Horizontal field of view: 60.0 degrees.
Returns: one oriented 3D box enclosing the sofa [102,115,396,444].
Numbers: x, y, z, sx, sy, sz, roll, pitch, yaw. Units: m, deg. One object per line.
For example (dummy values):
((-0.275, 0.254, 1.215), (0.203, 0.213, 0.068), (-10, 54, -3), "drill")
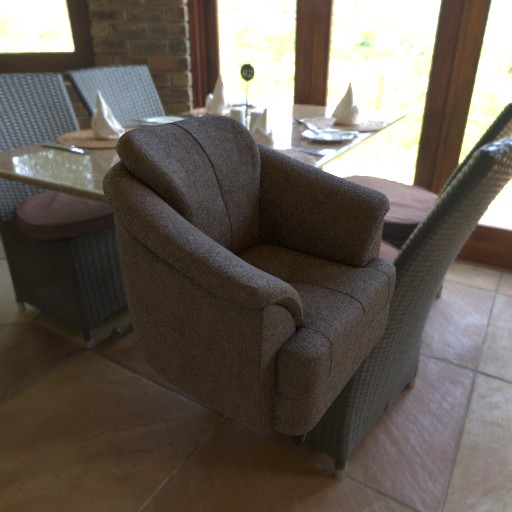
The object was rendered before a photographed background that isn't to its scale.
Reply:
((0.000, 0.000, 1.492), (0.794, 0.811, 0.870), (17, 31, 31), "sofa")
